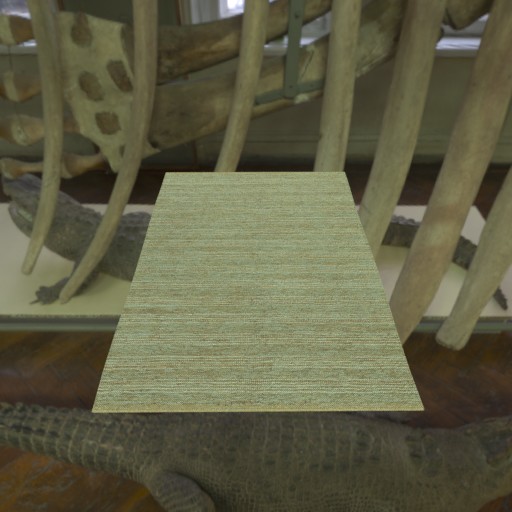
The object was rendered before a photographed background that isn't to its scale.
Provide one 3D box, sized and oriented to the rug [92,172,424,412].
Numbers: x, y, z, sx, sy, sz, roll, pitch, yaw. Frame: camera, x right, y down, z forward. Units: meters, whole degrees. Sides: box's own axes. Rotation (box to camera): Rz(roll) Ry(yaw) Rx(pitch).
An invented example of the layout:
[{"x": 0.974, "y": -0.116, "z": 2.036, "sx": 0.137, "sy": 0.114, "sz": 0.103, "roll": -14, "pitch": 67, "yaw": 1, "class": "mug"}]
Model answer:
[{"x": 0.000, "y": 0.000, "z": 2.350, "sx": 1.240, "sy": 0.010, "sz": 1.824, "roll": 0, "pitch": 39, "yaw": 0, "class": "rug"}]
